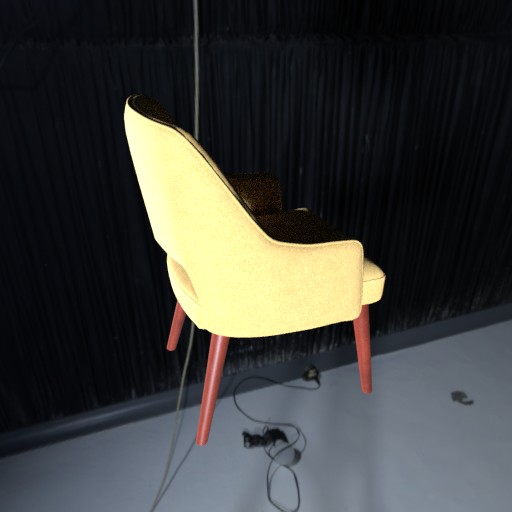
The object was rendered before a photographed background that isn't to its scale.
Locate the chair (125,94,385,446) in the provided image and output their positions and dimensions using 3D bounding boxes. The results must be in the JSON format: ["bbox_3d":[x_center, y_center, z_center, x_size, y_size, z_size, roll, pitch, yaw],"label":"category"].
[{"bbox_3d":[0.000,0.000,1.239,0.605,0.849,0.548,-11,31,-18],"label":"chair"}]
